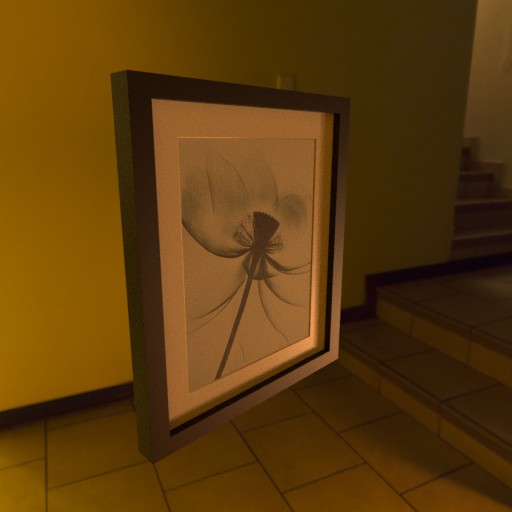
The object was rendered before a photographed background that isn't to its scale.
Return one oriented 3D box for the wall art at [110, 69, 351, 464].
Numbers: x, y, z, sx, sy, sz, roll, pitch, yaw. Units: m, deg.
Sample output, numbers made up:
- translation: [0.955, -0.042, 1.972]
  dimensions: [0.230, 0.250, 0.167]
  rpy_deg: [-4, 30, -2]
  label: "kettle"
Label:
- translation: [0.000, 0.000, 0.535]
  dimensions: [0.029, 0.381, 0.330]
  rpy_deg: [14, 20, 43]
  label: "wall art"
